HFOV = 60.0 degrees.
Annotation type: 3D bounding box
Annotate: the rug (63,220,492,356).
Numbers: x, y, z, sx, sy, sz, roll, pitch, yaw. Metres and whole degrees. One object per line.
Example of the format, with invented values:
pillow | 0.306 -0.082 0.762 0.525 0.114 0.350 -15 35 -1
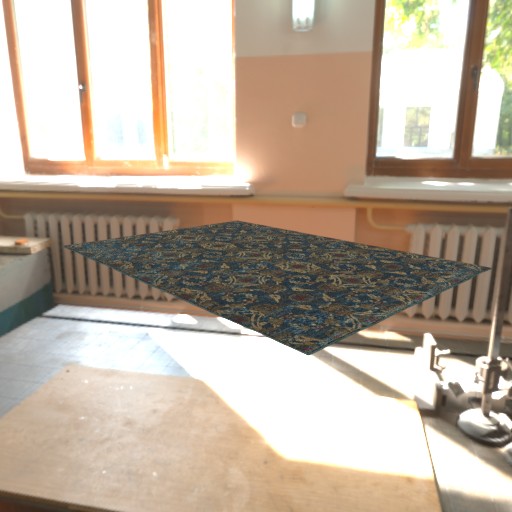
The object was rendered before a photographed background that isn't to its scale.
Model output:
rug | 0.000 0.000 4.102 2.337 0.013 3.291 -13 19 -41
